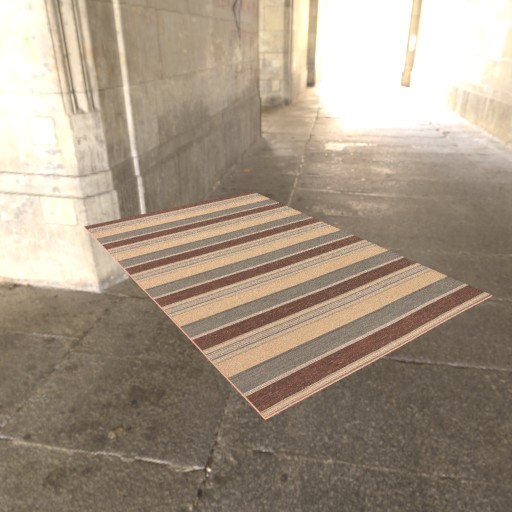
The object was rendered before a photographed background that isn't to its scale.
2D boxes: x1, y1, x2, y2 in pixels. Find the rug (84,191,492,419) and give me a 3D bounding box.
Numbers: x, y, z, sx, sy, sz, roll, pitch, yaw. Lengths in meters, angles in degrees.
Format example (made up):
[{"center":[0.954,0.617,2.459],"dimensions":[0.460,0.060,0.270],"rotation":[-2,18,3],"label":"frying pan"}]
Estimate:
[{"center":[0.000,0.000,2.278],"dimensions":[1.219,0.008,1.829],"rotation":[-17,31,-31],"label":"rug"}]
